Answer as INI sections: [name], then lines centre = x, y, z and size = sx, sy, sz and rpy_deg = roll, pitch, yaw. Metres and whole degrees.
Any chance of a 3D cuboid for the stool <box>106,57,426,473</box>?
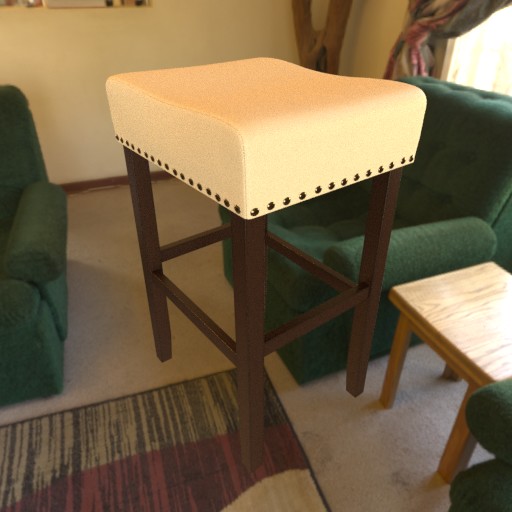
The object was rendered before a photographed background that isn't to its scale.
[stool]
centre = 0.000, 0.000, 1.007
size = 0.401, 0.762, 0.471
rpy_deg = -22, 38, -31
